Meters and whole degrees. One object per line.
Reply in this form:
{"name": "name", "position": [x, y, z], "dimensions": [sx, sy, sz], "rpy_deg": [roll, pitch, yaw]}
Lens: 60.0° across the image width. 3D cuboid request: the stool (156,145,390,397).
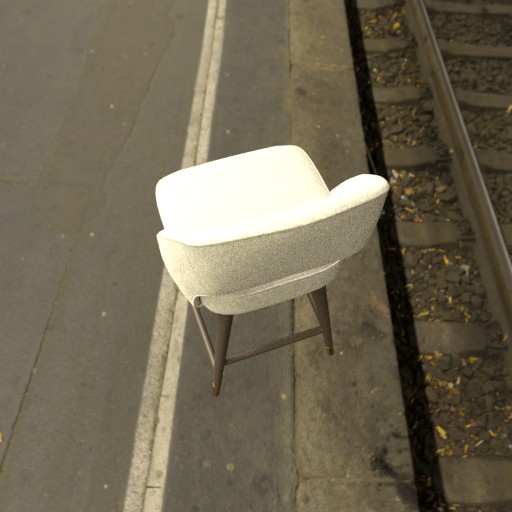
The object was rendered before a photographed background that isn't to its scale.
{"name": "stool", "position": [0.000, 0.000, 1.247], "dimensions": [0.494, 0.940, 0.509], "rpy_deg": [-17, 59, -11]}
